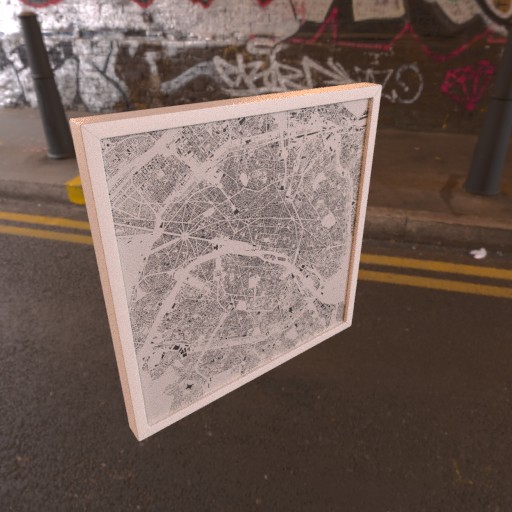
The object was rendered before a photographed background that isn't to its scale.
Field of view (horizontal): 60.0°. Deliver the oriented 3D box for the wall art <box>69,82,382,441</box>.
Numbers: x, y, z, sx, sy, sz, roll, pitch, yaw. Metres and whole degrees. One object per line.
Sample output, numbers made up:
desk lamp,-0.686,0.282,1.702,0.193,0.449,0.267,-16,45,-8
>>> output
wall art,0.000,0.000,0.749,0.508,0.508,0.038,-20,34,-32
